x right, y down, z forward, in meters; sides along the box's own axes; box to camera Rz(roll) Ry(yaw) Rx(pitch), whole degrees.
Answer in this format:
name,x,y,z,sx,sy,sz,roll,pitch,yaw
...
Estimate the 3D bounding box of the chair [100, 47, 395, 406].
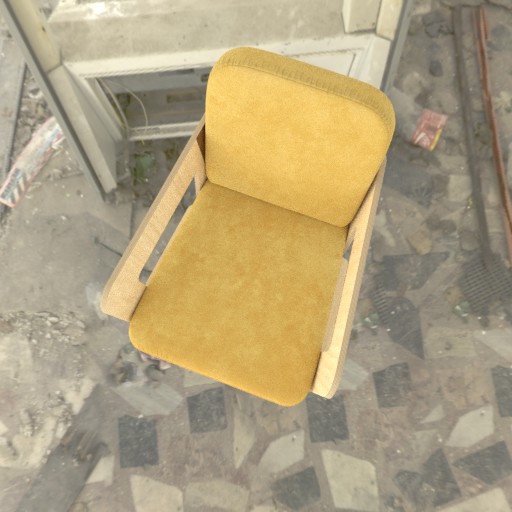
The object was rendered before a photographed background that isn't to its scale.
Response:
name,x,y,z,sx,sy,sz,roll,pitch,yaw
chair,0.000,0.000,1.252,0.590,0.800,0.710,20,77,5
